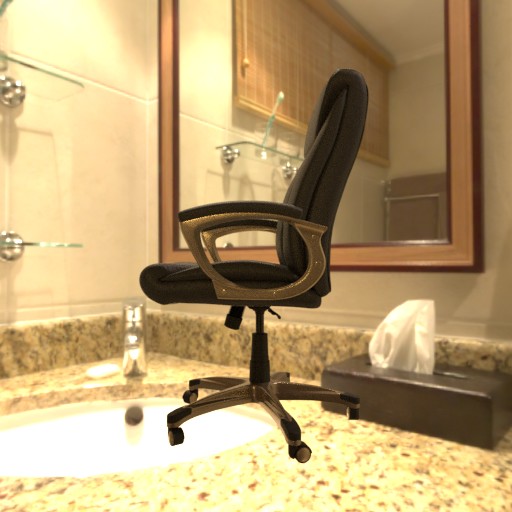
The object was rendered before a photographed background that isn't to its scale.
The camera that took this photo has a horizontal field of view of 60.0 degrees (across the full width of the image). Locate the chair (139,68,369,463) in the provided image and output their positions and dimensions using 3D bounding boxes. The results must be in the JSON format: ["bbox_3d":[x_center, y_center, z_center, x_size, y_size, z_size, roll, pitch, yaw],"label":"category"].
[{"bbox_3d":[0.000,0.000,1.606,0.748,1.188,0.694,0,0,0],"label":"chair"}]
